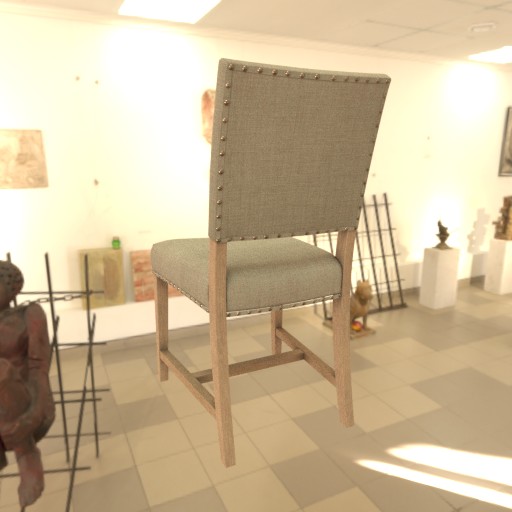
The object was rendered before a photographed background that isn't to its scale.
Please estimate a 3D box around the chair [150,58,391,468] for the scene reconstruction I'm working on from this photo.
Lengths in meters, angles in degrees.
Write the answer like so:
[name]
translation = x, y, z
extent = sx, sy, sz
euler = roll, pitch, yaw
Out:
[chair]
translation = 0.000, 0.000, 1.342
extent = 0.508, 0.986, 0.622
euler = -6, 15, -26
